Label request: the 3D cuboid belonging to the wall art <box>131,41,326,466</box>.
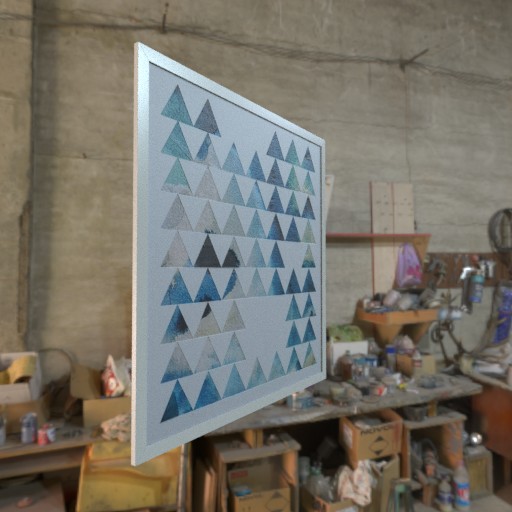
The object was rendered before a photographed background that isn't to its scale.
[{"bbox_3d":[0.000,0.000,1.179,0.012,0.809,0.809,-1,-2,35],"label":"wall art"}]
